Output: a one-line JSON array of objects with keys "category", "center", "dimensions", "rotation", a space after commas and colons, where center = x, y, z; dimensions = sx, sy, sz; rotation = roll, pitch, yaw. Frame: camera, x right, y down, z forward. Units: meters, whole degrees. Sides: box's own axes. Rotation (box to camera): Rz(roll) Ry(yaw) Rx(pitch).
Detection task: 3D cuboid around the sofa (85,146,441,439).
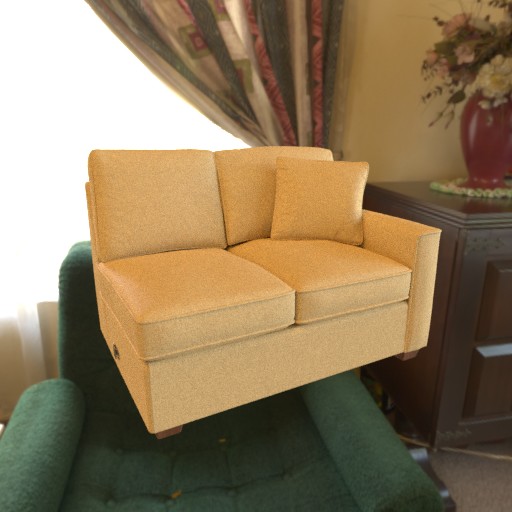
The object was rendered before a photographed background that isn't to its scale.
[{"category": "sofa", "center": [0.000, 0.000, 2.101], "dimensions": [1.388, 0.989, 0.991], "rotation": [-8, 18, -27]}]
